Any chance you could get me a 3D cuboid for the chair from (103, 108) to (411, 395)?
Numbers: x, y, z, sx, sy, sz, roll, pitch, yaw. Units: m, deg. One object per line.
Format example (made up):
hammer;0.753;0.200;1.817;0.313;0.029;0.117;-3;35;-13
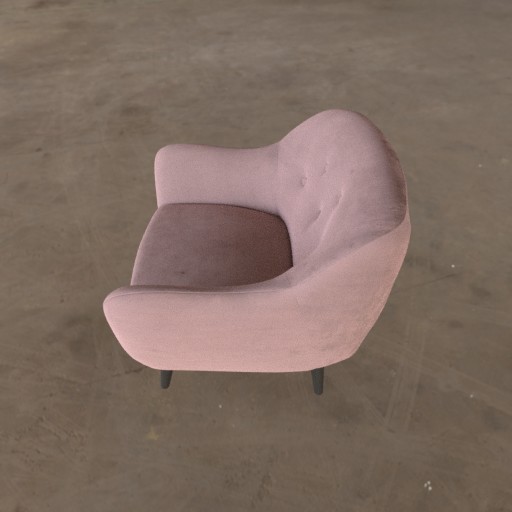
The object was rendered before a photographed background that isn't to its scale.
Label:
chair;0.000;0.000;1.535;0.820;0.820;0.840;0;42;0
